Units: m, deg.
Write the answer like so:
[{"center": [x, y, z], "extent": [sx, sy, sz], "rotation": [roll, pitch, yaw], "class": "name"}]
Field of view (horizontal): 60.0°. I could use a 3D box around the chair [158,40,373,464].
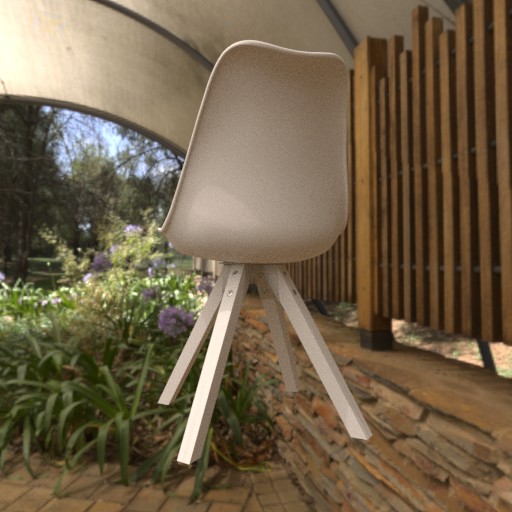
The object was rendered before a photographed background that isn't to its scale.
[{"center": [0.000, 0.000, 1.148], "extent": [0.485, 0.850, 0.550], "rotation": [0, -2, -18], "class": "chair"}]
